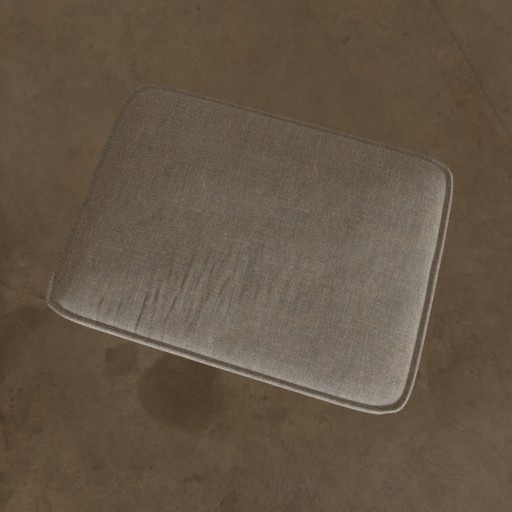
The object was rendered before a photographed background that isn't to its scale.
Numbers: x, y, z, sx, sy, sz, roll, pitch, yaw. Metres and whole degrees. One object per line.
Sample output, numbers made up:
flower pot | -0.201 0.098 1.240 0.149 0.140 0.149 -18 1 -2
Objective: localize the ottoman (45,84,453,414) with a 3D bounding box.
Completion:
ottoman | 0.000 0.000 1.096 0.762 0.457 0.559 16 76 4
